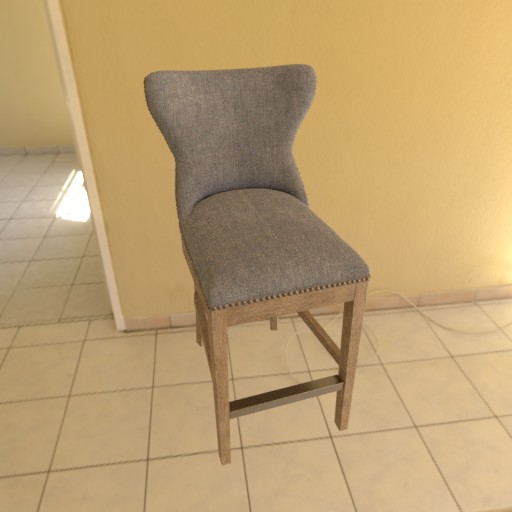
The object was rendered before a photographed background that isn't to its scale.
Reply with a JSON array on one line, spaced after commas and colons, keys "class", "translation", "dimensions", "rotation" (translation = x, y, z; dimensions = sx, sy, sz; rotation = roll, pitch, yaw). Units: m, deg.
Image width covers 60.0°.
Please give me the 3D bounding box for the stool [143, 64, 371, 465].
[{"class": "stool", "translation": [0.000, 0.000, 1.312], "dimensions": [0.498, 0.981, 0.608], "rotation": [-9, 32, -15]}]
